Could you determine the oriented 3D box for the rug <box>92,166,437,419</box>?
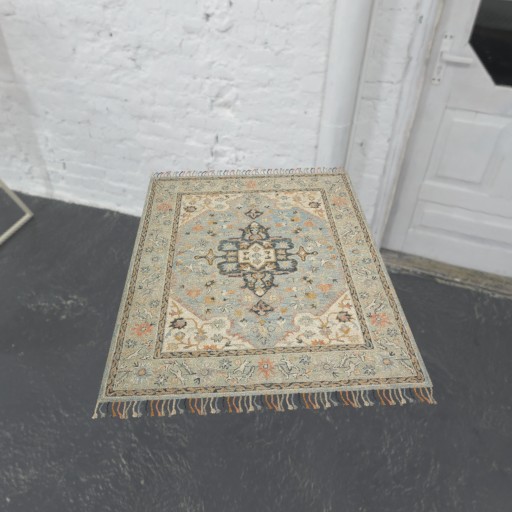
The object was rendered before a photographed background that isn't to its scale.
[{"bbox_3d":[0.000,0.000,4.223,2.379,0.011,3.221,-2,41,-2],"label":"rug"}]
